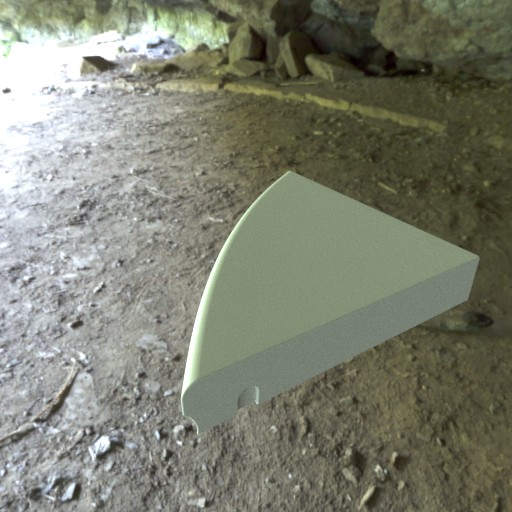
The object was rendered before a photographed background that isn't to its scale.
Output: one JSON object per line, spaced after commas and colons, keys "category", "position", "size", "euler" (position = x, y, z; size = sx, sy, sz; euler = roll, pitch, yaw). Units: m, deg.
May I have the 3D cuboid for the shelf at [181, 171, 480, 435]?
{"category": "shelf", "position": [0.000, 0.000, 0.473], "size": [0.310, 0.050, 0.310], "euler": [-18, 34, -28]}
